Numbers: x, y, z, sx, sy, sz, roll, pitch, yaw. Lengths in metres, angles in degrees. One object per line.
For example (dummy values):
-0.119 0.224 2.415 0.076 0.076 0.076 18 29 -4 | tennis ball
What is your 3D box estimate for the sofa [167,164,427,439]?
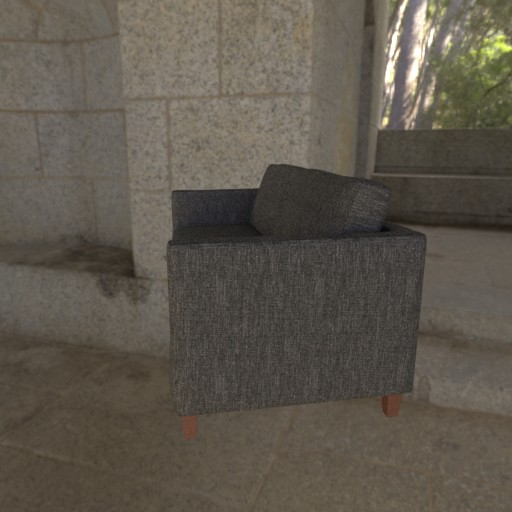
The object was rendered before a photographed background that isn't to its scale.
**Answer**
0.000 0.000 2.447 0.950 0.963 1.884 -2 14 -10 | sofa
